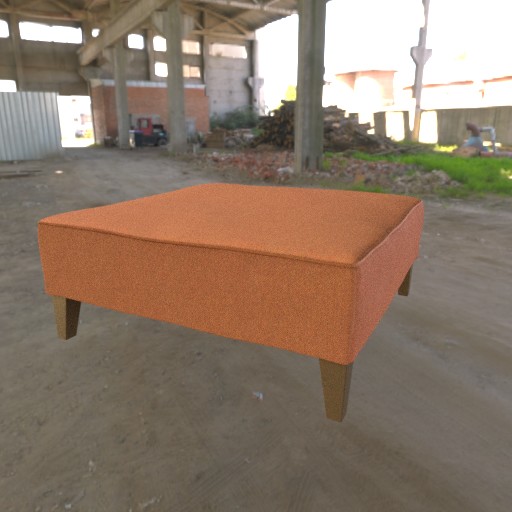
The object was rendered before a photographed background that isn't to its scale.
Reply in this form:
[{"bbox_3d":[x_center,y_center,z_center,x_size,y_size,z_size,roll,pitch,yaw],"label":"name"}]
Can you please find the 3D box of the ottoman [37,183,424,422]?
[{"bbox_3d":[0.000,0.000,1.573,0.999,0.438,0.997,8,18,26],"label":"ottoman"}]
